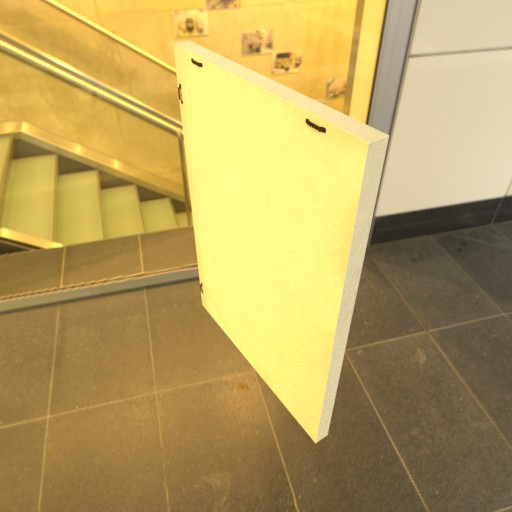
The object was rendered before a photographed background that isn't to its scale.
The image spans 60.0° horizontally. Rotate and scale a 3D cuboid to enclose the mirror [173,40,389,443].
[{"bbox_3d":[0.000,0.000,0.910,0.040,0.710,0.507,-24,46,-26],"label":"mirror"}]
